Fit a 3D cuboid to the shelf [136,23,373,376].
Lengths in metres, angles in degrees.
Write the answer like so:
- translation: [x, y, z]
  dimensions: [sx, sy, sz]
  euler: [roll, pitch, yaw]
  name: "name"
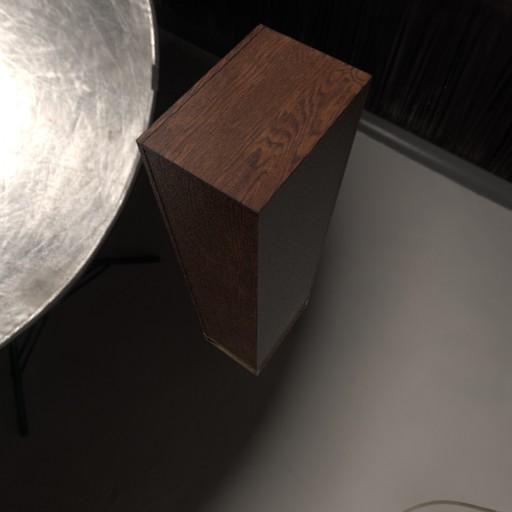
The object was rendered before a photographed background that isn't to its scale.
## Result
- translation: [0.000, 0.000, 1.915]
  dimensions: [0.395, 1.732, 0.539]
  euler: [32, 68, 15]
  name: "shelf"
